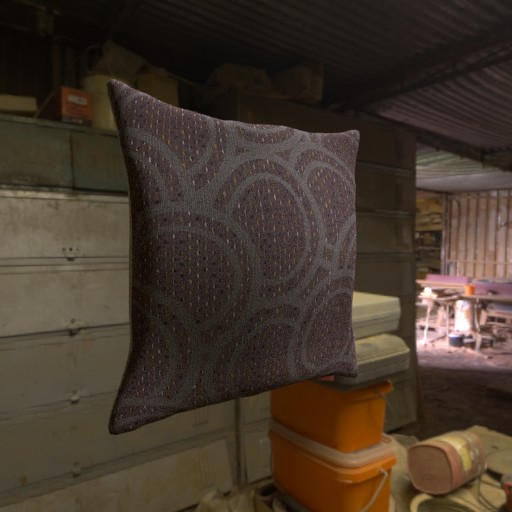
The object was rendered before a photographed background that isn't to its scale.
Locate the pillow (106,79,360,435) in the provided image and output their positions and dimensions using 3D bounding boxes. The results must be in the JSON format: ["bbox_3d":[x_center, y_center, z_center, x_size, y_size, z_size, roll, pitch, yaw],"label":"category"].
[{"bbox_3d":[0.000,0.000,0.777,0.514,0.513,0.163,-1,1,-35],"label":"pillow"}]
